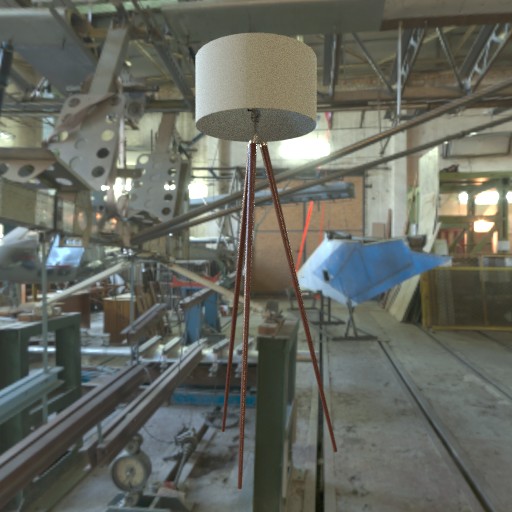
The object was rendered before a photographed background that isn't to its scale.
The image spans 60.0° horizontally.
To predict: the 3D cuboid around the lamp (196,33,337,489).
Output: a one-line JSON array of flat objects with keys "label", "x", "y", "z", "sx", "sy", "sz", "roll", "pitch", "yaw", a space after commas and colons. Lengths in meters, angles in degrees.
[{"label": "lamp", "x": 0.000, "y": 0.000, "z": 1.785, "sx": 0.483, "sy": 1.553, "sz": 0.483, "roll": 0, "pitch": 1, "yaw": -37}]
